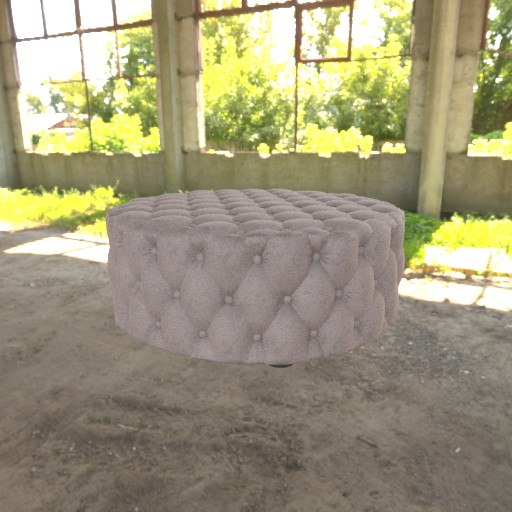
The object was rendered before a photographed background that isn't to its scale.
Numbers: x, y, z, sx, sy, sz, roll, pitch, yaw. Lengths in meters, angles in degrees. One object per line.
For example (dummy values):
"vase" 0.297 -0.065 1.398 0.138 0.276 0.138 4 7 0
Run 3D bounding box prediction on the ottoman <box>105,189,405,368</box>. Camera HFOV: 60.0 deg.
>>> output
"ottoman" 0.000 0.000 1.566 0.998 0.399 0.998 0 14 0
